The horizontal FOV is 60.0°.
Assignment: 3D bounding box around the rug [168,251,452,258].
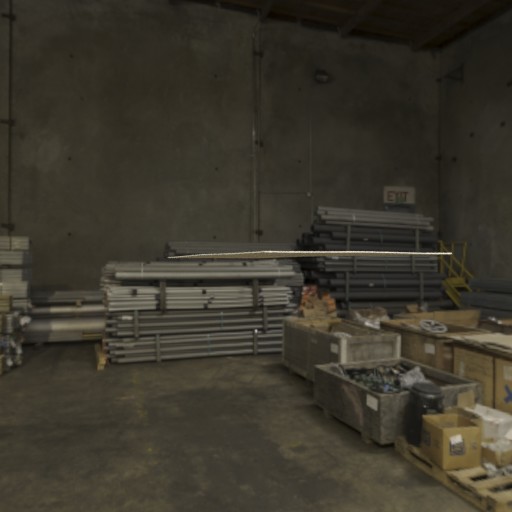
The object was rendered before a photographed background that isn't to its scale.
[{"bbox_3d":[0.000,0.000,2.636,0.741,0.014,2.390,0,-1,-18],"label":"rug"}]
